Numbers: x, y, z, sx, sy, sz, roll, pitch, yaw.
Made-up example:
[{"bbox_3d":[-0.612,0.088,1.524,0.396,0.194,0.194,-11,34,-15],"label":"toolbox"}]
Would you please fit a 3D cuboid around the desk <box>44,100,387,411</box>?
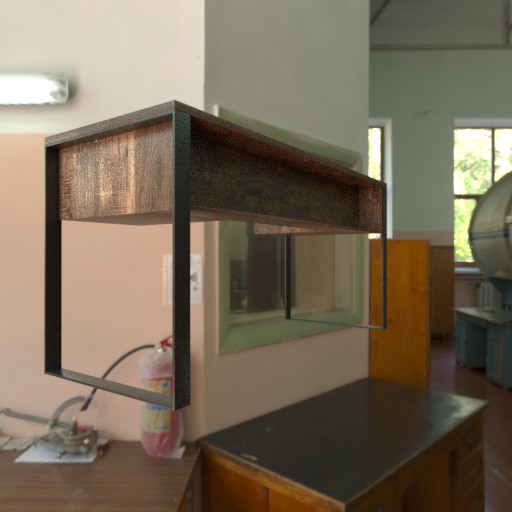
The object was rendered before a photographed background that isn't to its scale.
[{"bbox_3d":[0.000,0.000,1.879,0.599,0.762,1.524,0,0,36],"label":"desk"}]
